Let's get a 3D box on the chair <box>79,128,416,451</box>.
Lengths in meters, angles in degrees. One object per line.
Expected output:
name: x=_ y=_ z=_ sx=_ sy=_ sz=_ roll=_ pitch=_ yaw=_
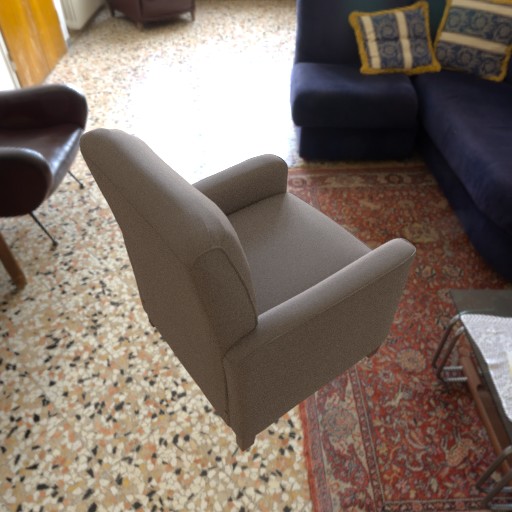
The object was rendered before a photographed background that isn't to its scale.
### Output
chair: x=0.000 y=0.000 z=1.640 sx=0.859 sy=1.023 sz=0.845 roll=-27 pitch=50 yaw=-26
